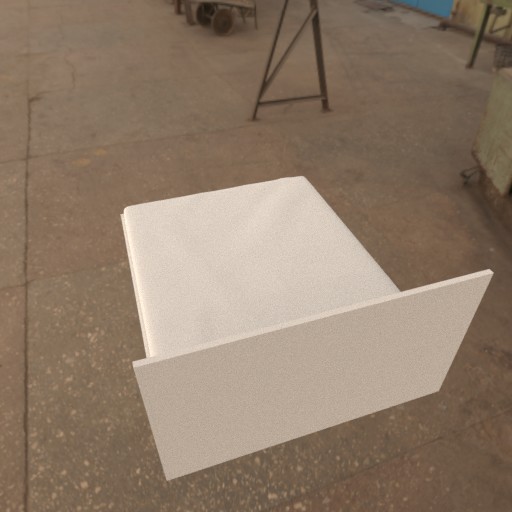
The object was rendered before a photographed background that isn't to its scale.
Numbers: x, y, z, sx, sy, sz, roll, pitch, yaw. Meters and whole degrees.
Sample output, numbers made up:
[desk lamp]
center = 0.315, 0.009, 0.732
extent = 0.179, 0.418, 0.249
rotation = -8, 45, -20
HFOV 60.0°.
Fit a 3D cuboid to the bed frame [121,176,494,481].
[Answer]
[bed frame]
center = 0.000, 0.000, 3.010
extent = 1.711, 1.001, 2.100
rotation = -12, 42, -14
